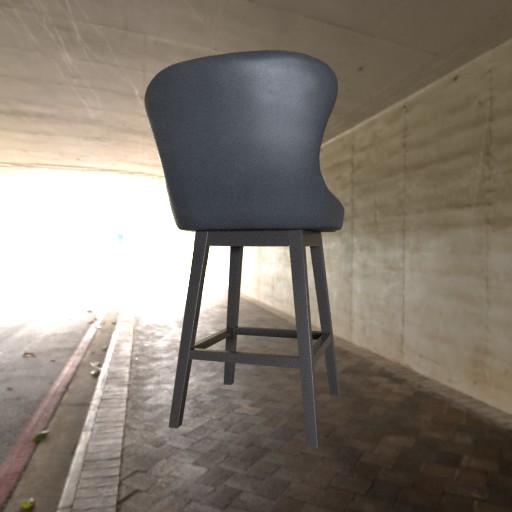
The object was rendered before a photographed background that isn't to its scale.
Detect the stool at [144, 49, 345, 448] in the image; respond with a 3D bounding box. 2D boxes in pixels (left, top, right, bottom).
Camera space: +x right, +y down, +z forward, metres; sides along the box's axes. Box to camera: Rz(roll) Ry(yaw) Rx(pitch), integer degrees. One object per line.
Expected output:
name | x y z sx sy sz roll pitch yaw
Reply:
stool | 0.000 0.000 1.325 0.528 0.971 0.593 0 1 18
